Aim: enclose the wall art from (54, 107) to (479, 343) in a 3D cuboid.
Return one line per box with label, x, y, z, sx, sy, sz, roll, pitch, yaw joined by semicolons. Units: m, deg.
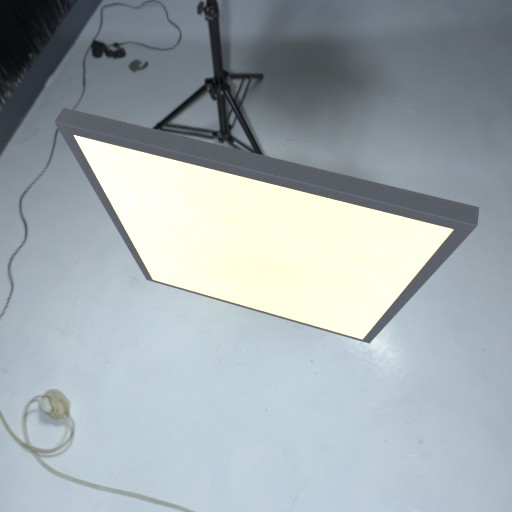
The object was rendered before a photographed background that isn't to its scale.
wall art;0.000;0.000;1.117;0.762;0.760;0.037;15;65;7
